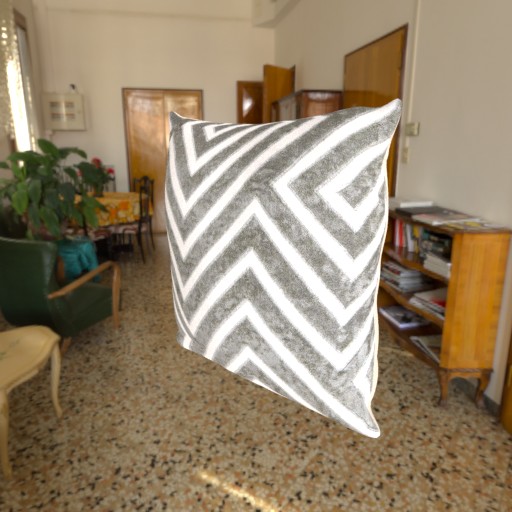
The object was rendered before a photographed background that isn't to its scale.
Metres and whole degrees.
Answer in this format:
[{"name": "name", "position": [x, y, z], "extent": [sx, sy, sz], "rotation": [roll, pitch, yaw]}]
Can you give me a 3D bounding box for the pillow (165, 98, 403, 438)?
[{"name": "pillow", "position": [0.000, 0.000, 0.677], "extent": [0.440, 0.441, 0.182], "rotation": [13, 19, 42]}]
